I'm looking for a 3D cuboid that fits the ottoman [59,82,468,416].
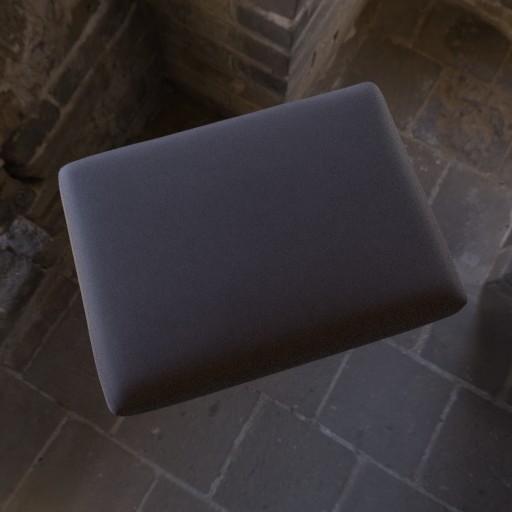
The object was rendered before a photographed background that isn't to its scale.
[{"bbox_3d":[0.000,0.000,1.125,0.773,0.497,0.574,-16,76,-4],"label":"ottoman"}]
